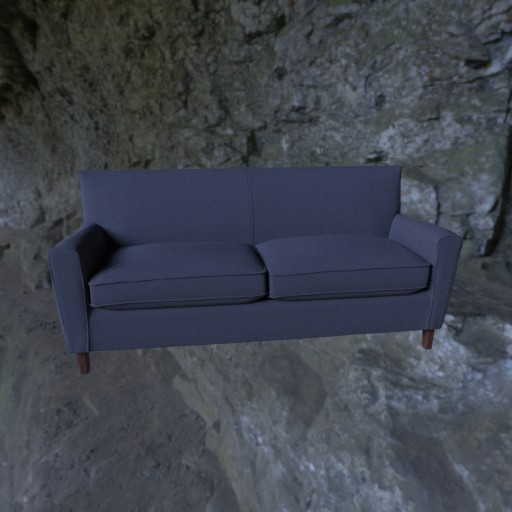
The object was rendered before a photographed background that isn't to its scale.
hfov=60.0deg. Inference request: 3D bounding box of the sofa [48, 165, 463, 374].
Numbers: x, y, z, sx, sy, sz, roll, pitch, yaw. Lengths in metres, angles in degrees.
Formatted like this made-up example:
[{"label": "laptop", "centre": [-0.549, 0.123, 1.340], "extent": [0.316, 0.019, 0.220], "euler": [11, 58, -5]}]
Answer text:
[{"label": "sofa", "centre": [0.000, 0.000, 2.475], "extent": [2.002, 0.907, 0.843], "euler": [-2, 17, -8]}]
